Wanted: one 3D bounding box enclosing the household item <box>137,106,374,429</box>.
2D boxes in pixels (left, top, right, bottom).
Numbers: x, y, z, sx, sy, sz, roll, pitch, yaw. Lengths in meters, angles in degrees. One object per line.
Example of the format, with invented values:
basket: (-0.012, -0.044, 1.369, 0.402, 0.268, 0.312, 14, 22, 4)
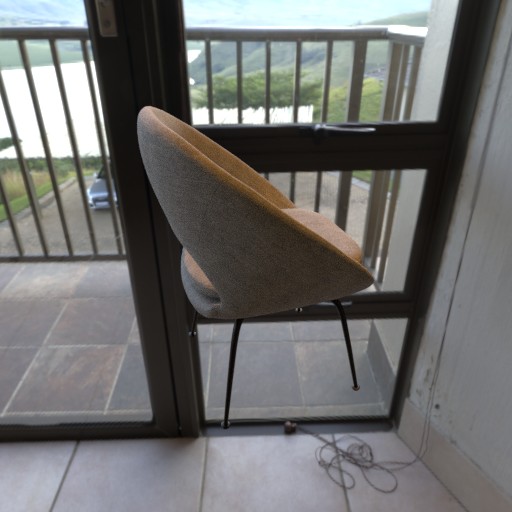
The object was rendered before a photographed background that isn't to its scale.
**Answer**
household item: (0.000, 0.000, 1.318, 0.587, 0.869, 0.643, -10, 31, -17)
